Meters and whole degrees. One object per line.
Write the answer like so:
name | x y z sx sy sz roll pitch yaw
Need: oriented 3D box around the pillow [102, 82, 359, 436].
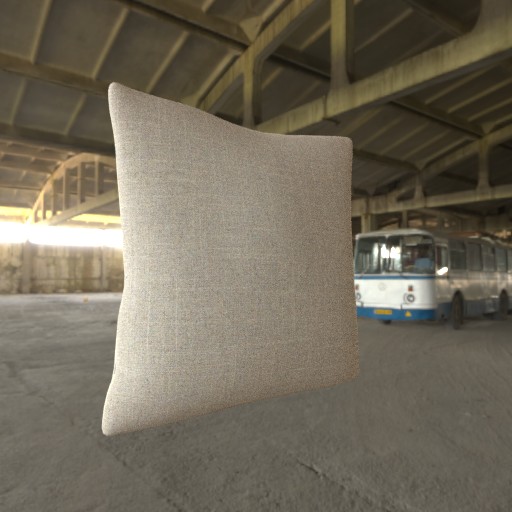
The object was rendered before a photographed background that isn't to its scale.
pillow | 0.000 0.000 0.849 0.578 0.558 0.192 2 -3 -37
